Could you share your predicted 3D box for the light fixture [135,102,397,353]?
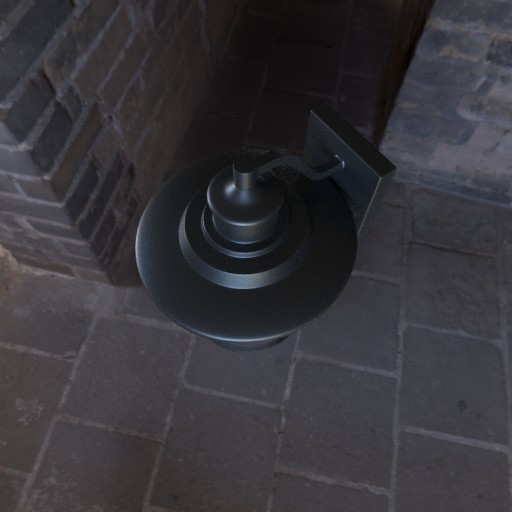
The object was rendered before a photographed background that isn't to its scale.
[{"bbox_3d":[0.000,0.000,0.511,0.252,0.345,0.222,-32,67,-15],"label":"light fixture"}]
